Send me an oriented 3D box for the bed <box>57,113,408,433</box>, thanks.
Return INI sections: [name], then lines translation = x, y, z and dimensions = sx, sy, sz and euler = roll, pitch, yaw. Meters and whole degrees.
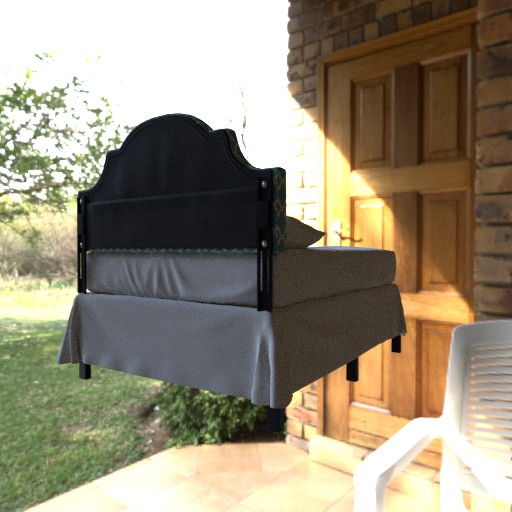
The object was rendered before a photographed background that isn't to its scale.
[bed]
translation = 0.000, 0.000, 3.334
dimensions = 1.780, 1.633, 2.222
euler = 1, 1, 34
